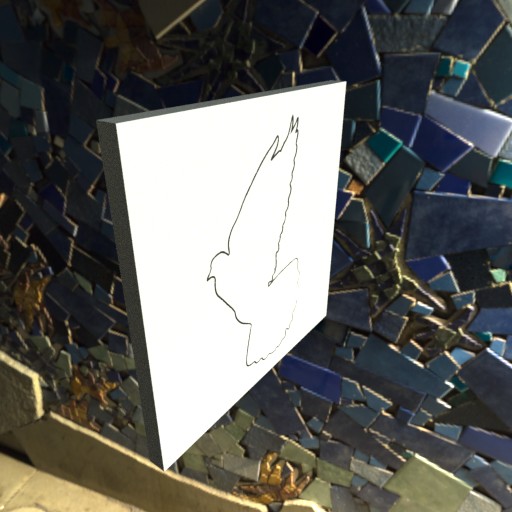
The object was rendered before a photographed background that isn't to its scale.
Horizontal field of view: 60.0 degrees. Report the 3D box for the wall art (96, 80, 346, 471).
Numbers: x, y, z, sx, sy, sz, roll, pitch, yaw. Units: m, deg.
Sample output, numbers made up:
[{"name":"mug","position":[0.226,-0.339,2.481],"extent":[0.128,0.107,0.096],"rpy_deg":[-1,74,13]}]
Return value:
[{"name":"wall art","position":[0.000,0.000,0.888],"extent":[0.038,0.610,0.610],"rpy_deg":[18,32,32]}]
